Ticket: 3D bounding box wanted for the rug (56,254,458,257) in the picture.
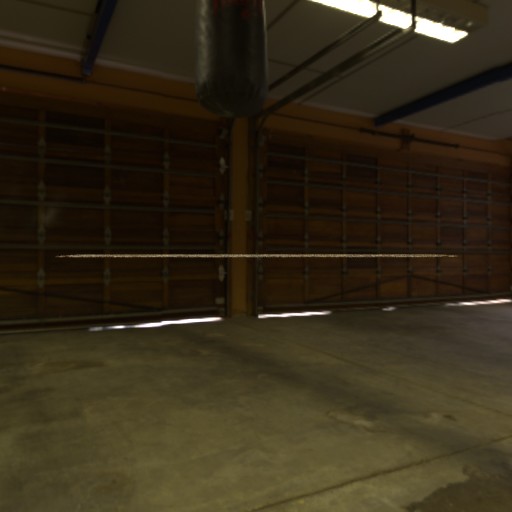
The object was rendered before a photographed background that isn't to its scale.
[{"bbox_3d":[0.000,0.000,2.860,2.378,0.018,1.324,0,0,18],"label":"rug"}]
